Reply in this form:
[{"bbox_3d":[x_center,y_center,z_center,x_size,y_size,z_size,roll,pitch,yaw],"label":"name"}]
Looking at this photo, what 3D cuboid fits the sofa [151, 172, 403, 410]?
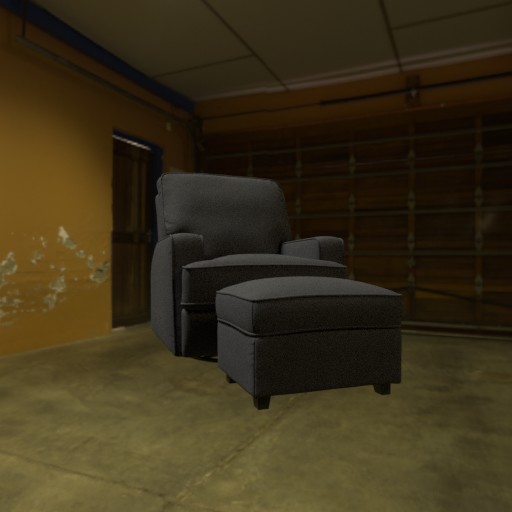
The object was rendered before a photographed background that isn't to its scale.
[{"bbox_3d":[0.000,0.000,2.084,0.861,0.959,1.472,0,-1,-20],"label":"sofa"}]
